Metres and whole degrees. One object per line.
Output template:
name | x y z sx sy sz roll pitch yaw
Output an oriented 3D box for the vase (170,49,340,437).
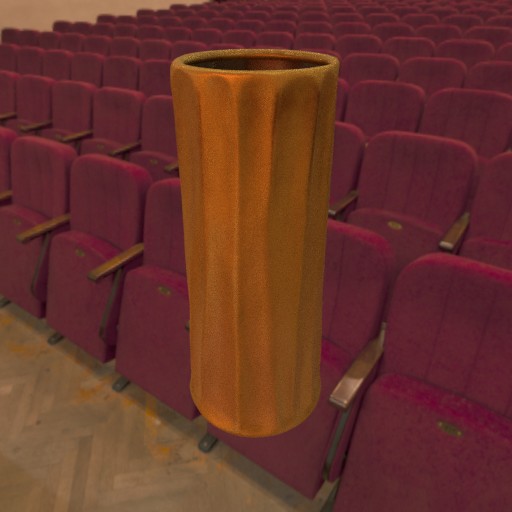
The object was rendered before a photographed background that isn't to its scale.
vase | 0.000 0.000 0.174 0.061 0.143 0.061 0 31 0
